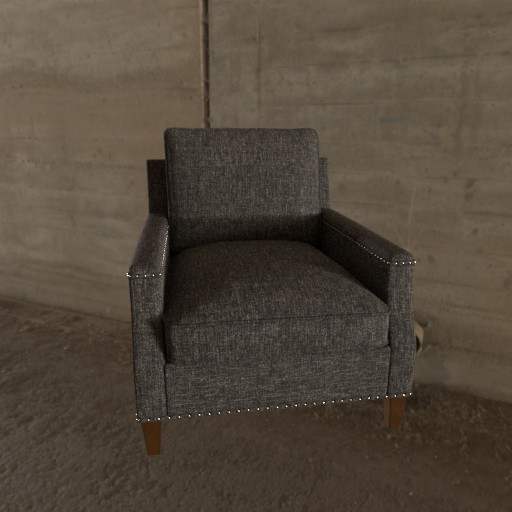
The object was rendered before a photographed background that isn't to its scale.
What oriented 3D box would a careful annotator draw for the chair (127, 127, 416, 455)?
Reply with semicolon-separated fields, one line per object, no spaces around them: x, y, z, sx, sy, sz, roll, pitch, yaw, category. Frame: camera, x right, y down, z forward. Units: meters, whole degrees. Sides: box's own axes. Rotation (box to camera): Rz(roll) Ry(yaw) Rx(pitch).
0.000;0.000;1.687;0.853;0.943;1.014;-3;16;-9;chair
